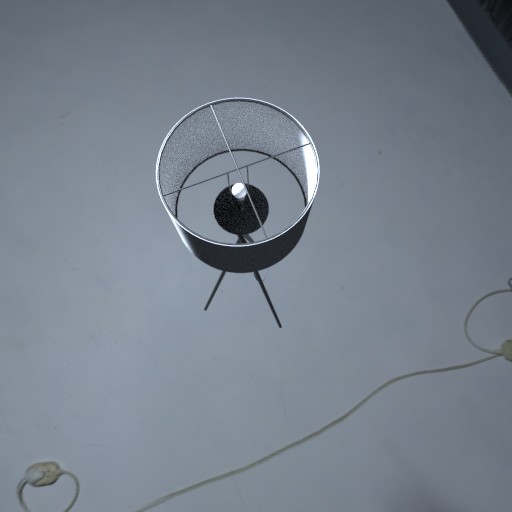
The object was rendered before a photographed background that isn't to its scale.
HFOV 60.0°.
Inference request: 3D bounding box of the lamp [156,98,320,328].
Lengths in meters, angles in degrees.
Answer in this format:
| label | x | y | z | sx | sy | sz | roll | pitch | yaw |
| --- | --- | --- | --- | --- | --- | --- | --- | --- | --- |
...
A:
| label | x | y | z | sx | sy | sz | roll | pitch | yaw |
| --- | --- | --- | --- | --- | --- | --- | --- | --- | --- |
| lamp | 0.000 | 0.000 | 1.944 | 0.667 | 1.624 | 0.522 | -21 | 75 | -6 |
